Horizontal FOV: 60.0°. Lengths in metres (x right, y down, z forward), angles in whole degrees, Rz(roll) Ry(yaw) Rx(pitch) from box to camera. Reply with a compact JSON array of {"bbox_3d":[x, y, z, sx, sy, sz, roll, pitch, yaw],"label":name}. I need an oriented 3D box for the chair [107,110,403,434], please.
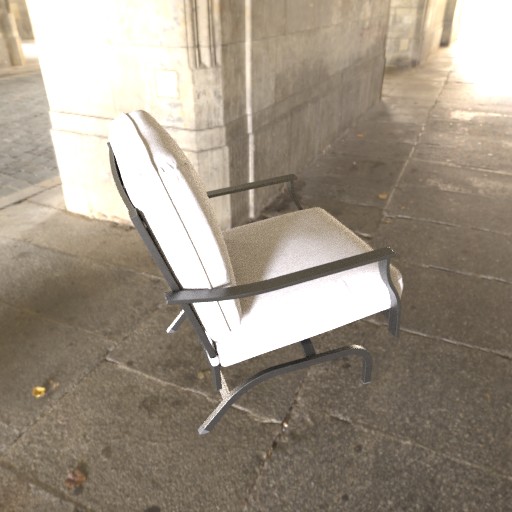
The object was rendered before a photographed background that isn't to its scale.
[{"bbox_3d":[0.000,0.000,1.422,0.787,0.860,0.650,-11,32,-18],"label":"chair"}]
